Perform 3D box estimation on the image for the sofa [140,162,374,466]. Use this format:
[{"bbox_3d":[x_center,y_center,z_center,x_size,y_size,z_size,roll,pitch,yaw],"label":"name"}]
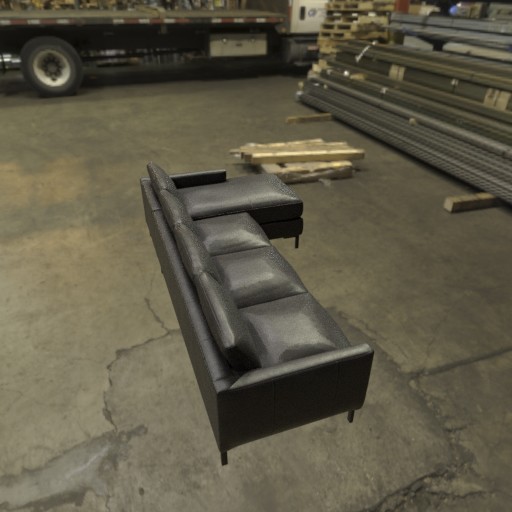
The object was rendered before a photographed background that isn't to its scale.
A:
[{"bbox_3d":[0.000,0.000,3.650,1.471,0.859,2.993,-11,33,-17],"label":"sofa"}]
